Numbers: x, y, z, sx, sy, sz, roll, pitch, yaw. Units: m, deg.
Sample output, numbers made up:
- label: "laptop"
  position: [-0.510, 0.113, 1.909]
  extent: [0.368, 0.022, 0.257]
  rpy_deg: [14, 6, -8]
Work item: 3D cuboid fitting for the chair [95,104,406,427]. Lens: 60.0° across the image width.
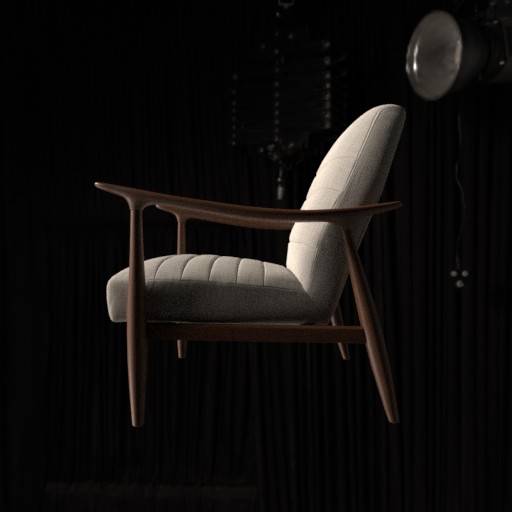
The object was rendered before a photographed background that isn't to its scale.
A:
- label: "chair"
  position: [0.000, 0.000, 1.432]
  extent: [0.798, 0.832, 0.741]
  rpy_deg: [0, 2, 0]
